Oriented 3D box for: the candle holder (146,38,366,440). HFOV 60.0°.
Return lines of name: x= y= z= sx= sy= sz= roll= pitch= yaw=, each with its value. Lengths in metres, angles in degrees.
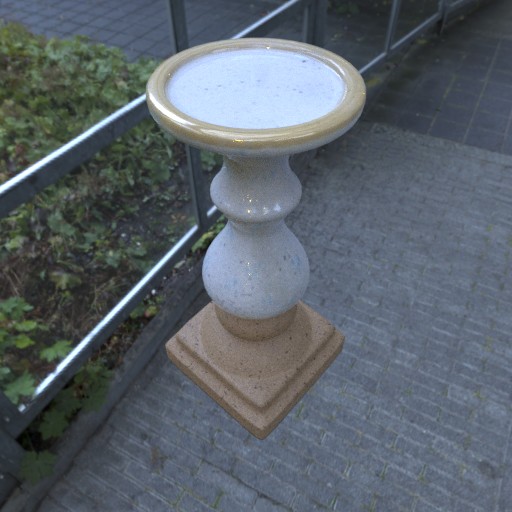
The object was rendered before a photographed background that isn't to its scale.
candle holder: x=0.000 y=0.000 z=0.291 sx=0.110 sy=0.239 sz=0.110 roll=33 pitch=55 yaw=27
